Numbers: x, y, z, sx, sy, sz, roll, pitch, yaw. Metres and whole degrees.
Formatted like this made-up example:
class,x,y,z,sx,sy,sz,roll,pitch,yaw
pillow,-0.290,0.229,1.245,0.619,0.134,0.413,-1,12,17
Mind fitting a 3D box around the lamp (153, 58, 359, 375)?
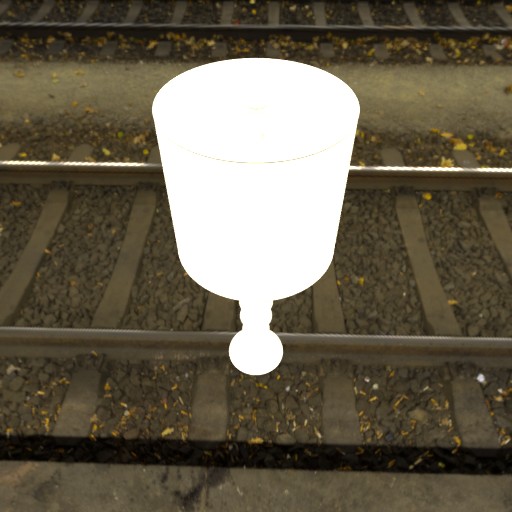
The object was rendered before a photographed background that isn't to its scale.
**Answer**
class,x,y,z,sx,sy,sz,roll,pitch,yaw
lamp,0.000,0.000,0.743,0.250,0.597,0.250,-15,48,-13
